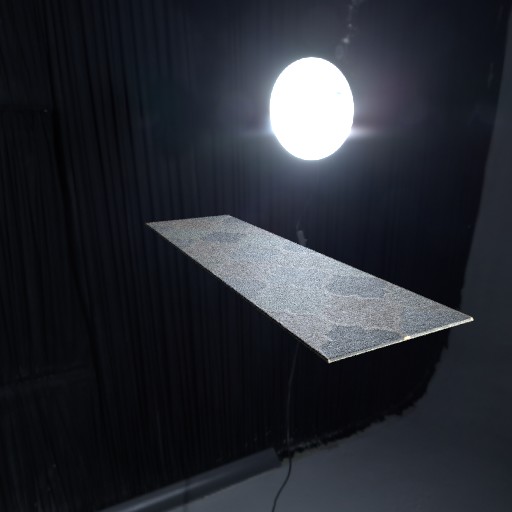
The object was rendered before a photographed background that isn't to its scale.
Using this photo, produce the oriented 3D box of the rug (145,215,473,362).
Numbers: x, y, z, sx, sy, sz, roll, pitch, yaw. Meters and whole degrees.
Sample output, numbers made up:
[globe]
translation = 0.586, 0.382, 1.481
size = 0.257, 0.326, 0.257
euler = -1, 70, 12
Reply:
[rug]
translation = 0.000, 0.000, 2.518
size = 0.687, 0.011, 2.287
euler = -8, 18, -26
